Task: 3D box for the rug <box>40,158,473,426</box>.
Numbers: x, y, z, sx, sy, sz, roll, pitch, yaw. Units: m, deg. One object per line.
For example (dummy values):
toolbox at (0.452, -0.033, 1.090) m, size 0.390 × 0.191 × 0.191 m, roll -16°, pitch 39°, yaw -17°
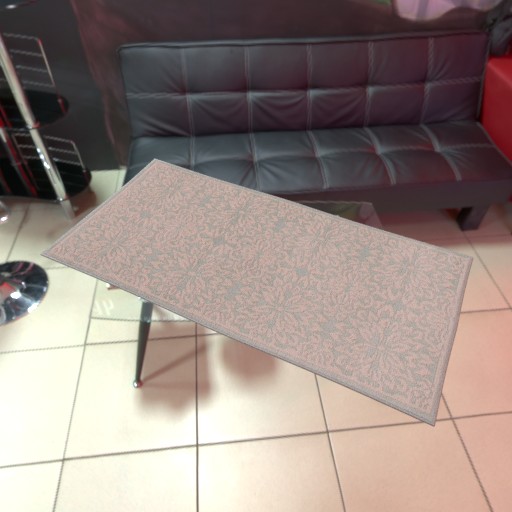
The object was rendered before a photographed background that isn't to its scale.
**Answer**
rug at (0.000, 0.000, 1.390) m, size 1.219 × 0.007 × 0.604 m, roll 20°, pitch 49°, yaw 18°
